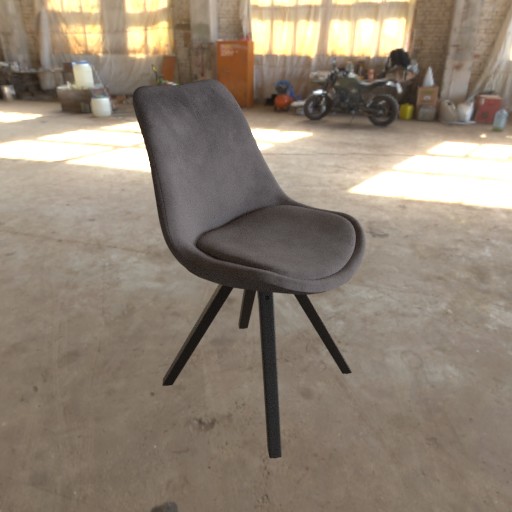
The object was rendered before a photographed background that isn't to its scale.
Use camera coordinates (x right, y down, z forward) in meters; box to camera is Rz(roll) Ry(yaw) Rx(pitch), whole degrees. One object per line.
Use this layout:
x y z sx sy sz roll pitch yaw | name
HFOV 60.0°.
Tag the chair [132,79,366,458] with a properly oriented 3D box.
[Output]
0.000 0.000 1.198 0.550 0.850 0.476 19 32 33 | chair
